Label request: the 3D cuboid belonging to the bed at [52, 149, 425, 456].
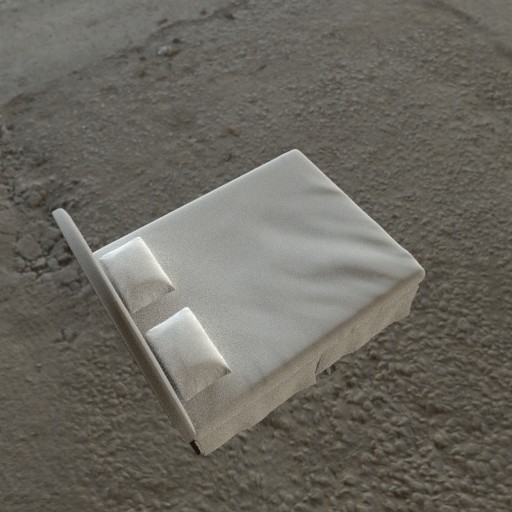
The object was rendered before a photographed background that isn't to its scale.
[{"bbox_3d":[0.000,0.000,3.043,2.005,1.410,1.607,-31,62,-18],"label":"bed"}]
